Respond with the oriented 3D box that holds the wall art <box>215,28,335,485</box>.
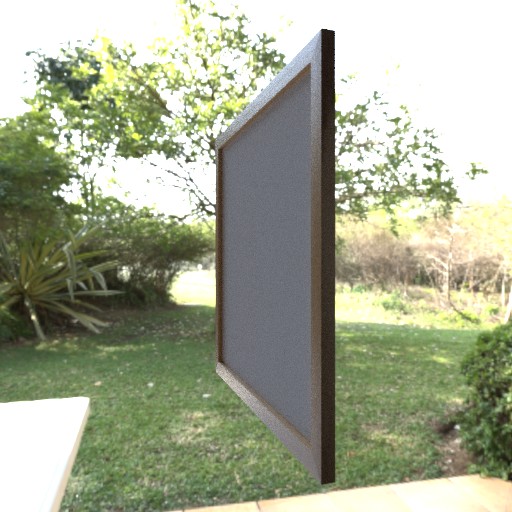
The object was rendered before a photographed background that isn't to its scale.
[{"bbox_3d":[0.000,0.000,1.103,0.027,0.762,0.762,0,0,-19],"label":"wall art"}]
